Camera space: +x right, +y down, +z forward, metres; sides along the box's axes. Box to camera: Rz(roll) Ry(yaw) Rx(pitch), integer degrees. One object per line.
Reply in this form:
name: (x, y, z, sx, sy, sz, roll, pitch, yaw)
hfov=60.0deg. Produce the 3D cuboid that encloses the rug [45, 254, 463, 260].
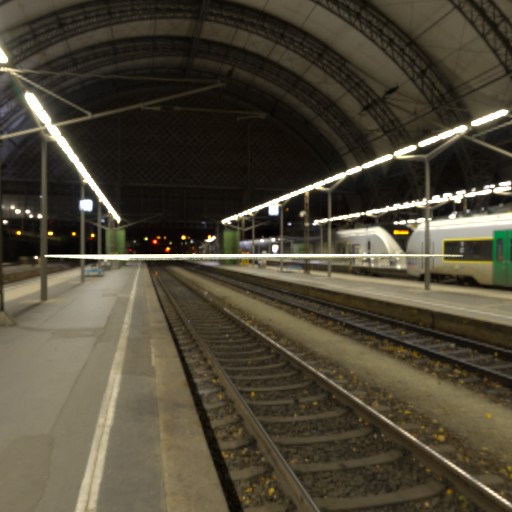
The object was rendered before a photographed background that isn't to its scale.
rug: (0.000, 0.000, 2.334, 1.820, 0.009, 1.260, 0, 1, -36)
